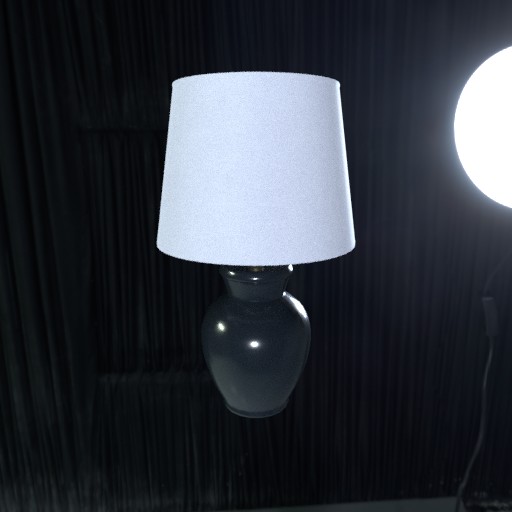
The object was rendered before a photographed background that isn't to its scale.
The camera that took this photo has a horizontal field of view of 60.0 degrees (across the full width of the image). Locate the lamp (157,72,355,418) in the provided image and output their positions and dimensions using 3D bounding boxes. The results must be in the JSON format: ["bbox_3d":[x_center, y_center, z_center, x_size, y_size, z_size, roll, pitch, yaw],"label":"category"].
[{"bbox_3d":[0.000,0.000,0.552,0.239,0.399,0.239,0,14,0],"label":"lamp"}]
